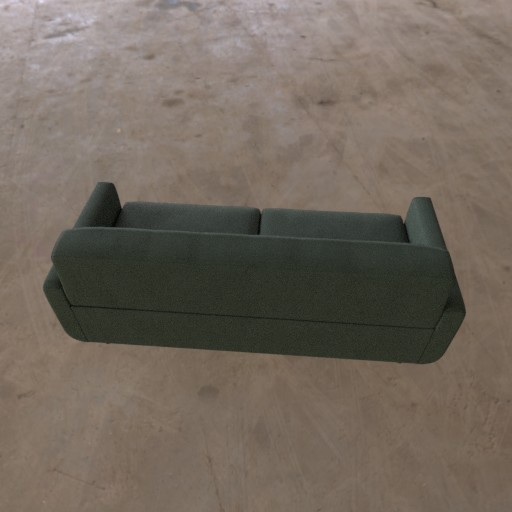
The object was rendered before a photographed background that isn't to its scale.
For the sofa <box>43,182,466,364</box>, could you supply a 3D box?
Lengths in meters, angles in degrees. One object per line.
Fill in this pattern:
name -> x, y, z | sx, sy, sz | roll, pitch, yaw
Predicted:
sofa -> 0.000, 0.000, 2.515 | 2.029, 0.841, 0.909 | 3, 46, 3
